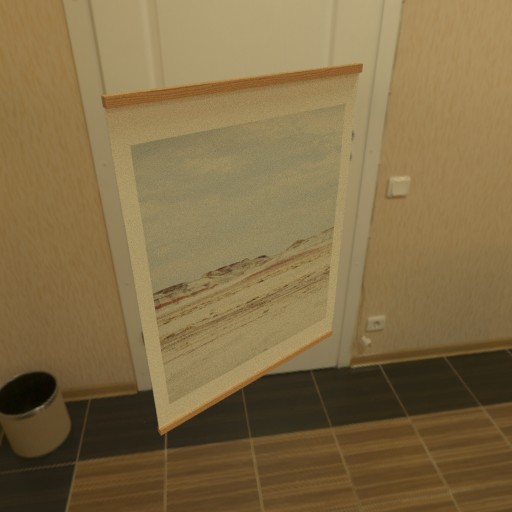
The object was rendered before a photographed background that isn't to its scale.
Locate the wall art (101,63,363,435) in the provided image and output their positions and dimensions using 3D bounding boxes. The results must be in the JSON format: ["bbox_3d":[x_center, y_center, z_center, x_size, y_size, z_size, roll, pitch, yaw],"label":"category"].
[{"bbox_3d":[0.000,0.000,0.798,0.458,0.605,0.011,-22,37,-32],"label":"wall art"}]
